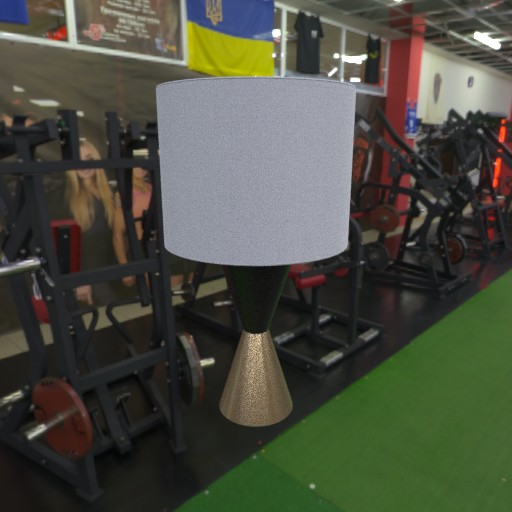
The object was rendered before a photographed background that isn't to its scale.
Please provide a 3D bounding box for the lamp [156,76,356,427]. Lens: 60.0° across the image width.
[{"bbox_3d":[0.000,0.000,0.757,0.304,0.573,0.304,-14,20,-42],"label":"lamp"}]
